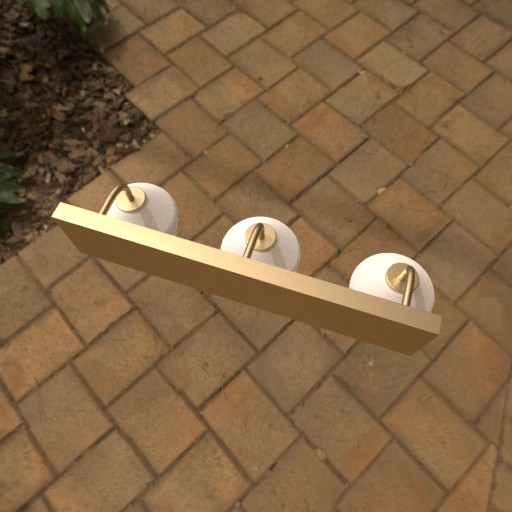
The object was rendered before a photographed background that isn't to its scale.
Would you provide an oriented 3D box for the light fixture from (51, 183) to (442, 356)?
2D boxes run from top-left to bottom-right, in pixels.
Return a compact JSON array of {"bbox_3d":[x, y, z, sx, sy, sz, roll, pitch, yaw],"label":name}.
[{"bbox_3d":[0.000,0.000,0.741,0.609,0.280,0.190,17,65,8],"label":"light fixture"}]
